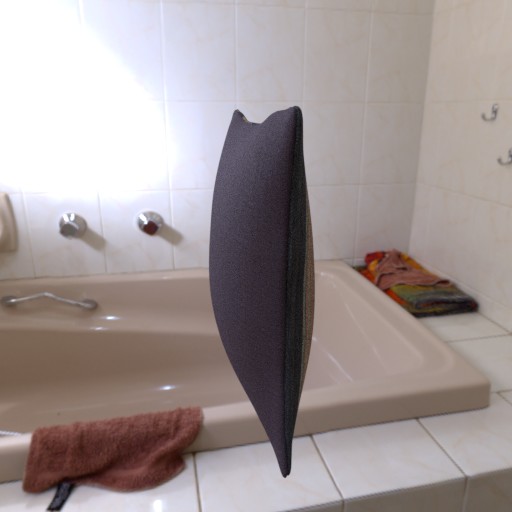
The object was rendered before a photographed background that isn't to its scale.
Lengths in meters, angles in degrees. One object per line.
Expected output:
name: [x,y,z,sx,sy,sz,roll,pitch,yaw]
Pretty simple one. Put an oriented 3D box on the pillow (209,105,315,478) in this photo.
pillow: [0.000,0.000,0.659,0.136,0.419,0.437,-3,18,-9]
